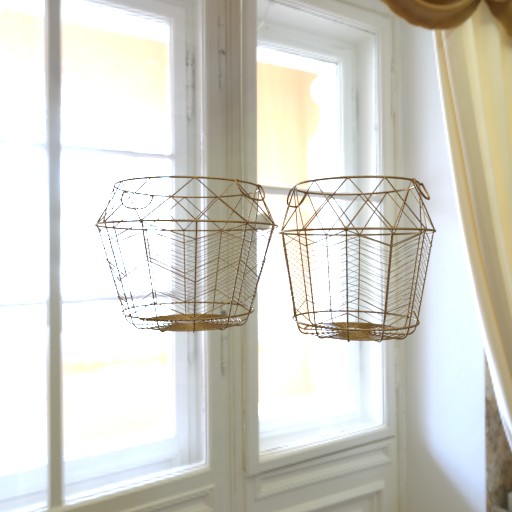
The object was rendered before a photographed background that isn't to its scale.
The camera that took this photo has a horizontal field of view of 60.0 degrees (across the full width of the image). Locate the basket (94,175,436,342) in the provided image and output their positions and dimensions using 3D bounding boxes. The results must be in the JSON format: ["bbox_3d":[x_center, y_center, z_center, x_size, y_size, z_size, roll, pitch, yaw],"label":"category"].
[{"bbox_3d":[0.000,0.000,1.067,0.805,0.343,0.451,0,1,17],"label":"basket"}]
